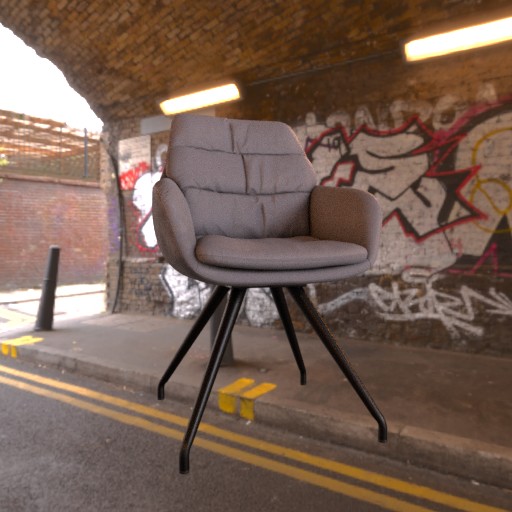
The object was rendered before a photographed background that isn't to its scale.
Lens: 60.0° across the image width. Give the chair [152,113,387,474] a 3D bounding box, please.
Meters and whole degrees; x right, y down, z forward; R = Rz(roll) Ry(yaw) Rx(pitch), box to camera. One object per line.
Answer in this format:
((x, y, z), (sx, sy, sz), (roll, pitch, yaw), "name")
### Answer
((0.000, 0.000, 1.231), (0.579, 0.888, 0.569), (0, 1, -18), "chair")
